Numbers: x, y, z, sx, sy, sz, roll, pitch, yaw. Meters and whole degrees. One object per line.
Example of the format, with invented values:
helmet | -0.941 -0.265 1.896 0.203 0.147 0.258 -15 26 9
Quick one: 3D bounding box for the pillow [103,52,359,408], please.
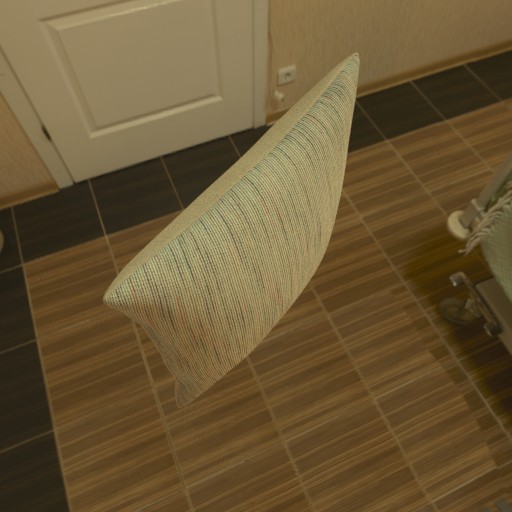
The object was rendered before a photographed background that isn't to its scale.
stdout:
pillow | 0.000 0.000 0.768 0.178 0.506 0.512 34 65 18
